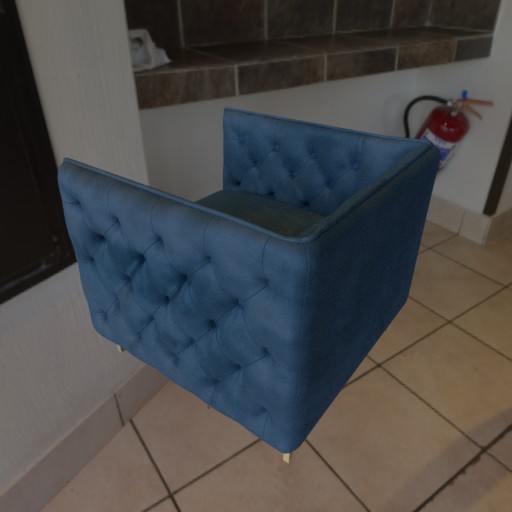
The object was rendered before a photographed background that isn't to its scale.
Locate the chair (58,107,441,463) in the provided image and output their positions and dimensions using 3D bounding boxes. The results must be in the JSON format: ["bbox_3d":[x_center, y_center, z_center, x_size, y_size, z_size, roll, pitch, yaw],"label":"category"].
[{"bbox_3d":[0.000,0.000,1.527,0.877,0.771,0.868,22,38,30],"label":"chair"}]
